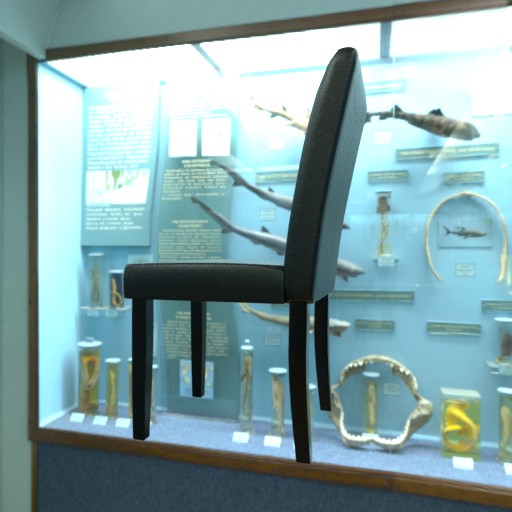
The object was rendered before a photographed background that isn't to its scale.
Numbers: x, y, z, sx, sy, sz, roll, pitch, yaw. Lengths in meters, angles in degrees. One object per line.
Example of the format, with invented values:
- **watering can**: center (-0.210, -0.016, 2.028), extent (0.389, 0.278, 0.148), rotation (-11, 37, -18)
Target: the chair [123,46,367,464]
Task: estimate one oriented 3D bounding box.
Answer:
- **chair**: center (0.000, 0.000, 1.179), extent (0.556, 0.897, 0.399), rotation (0, 0, 17)
